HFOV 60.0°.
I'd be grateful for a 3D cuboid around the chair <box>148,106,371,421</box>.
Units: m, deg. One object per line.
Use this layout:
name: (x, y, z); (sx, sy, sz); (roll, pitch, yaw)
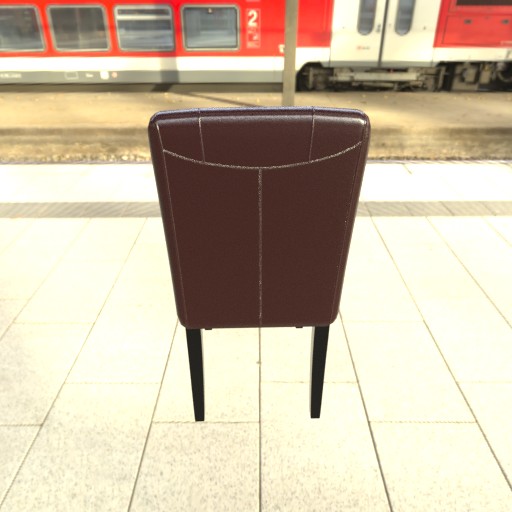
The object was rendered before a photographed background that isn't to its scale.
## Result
chair: (0.000, 0.000, 1.218); (0.399, 0.897, 0.556); (-1, 30, -2)
